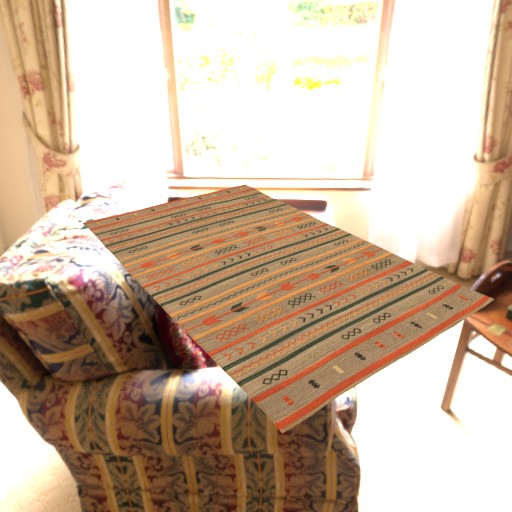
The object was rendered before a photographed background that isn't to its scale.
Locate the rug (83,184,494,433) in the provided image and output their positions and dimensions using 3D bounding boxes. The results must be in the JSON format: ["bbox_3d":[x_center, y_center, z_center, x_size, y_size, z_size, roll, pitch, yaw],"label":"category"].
[{"bbox_3d":[0.000,0.000,2.959,1.537,0.029,2.439,-19,34,-31],"label":"rug"}]
